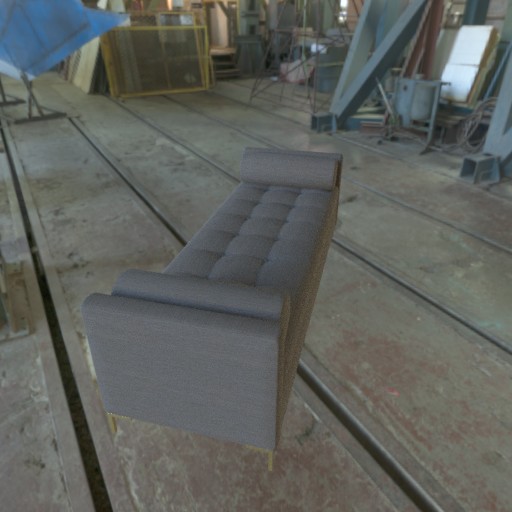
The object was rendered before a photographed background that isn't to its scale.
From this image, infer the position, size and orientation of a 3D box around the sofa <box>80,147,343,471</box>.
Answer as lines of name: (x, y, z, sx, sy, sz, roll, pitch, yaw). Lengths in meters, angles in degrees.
sofa: (0.000, 0.000, 2.358, 0.686, 0.635, 1.981, 7, 30, 13)
